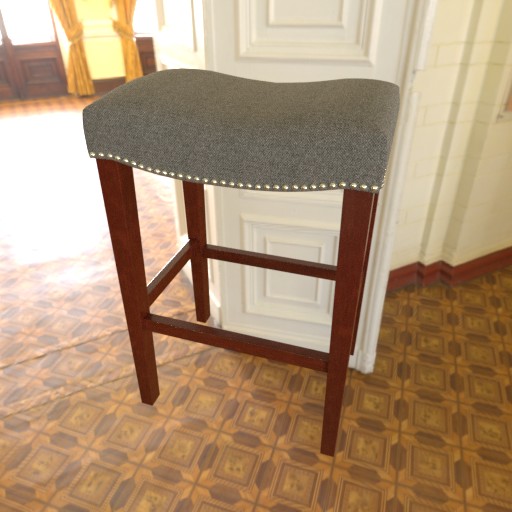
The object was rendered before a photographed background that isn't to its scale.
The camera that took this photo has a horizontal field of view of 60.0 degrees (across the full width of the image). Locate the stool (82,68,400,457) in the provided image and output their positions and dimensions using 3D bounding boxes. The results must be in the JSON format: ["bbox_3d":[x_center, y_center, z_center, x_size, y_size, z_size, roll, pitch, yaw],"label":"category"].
[{"bbox_3d":[0.000,0.000,0.990,0.504,0.742,0.372,10,33,15],"label":"stool"}]
